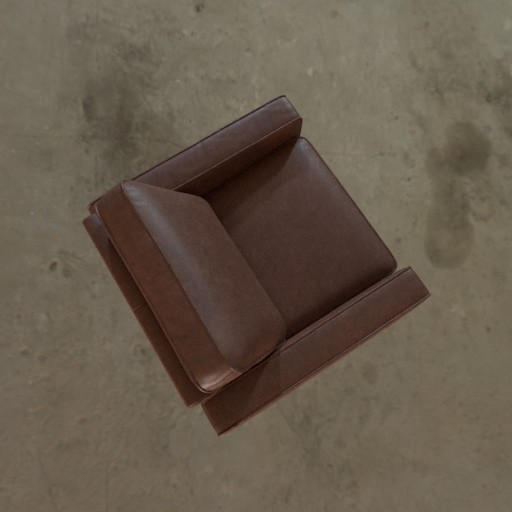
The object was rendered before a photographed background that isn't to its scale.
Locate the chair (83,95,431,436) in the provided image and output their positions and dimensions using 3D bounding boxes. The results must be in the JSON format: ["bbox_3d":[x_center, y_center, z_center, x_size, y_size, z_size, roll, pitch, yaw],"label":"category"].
[{"bbox_3d":[0.000,0.000,1.762,0.940,0.919,1.017,-32,78,-7],"label":"chair"}]
